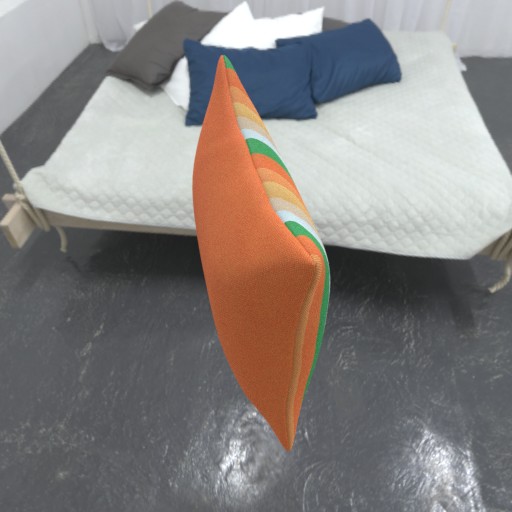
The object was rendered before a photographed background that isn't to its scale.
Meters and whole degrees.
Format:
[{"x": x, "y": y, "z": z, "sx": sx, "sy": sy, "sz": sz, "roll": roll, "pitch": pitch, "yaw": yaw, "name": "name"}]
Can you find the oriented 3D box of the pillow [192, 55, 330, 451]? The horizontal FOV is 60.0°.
[{"x": 0.000, "y": 0.000, "z": 0.697, "sx": 0.169, "sy": 0.444, "sz": 0.453, "roll": -10, "pitch": 47, "yaw": -9, "name": "pillow"}]
